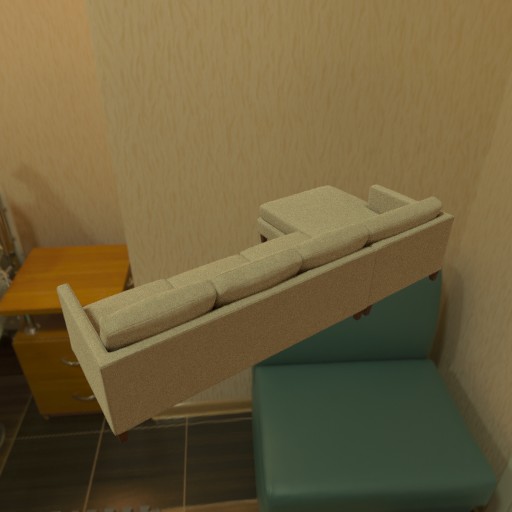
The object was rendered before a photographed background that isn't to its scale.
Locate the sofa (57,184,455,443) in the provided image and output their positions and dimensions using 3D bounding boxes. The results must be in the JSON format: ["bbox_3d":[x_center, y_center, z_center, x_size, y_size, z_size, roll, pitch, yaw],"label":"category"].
[{"bbox_3d":[0.000,0.000,3.832,3.186,0.846,1.625,-20,37,-29],"label":"sofa"}]
